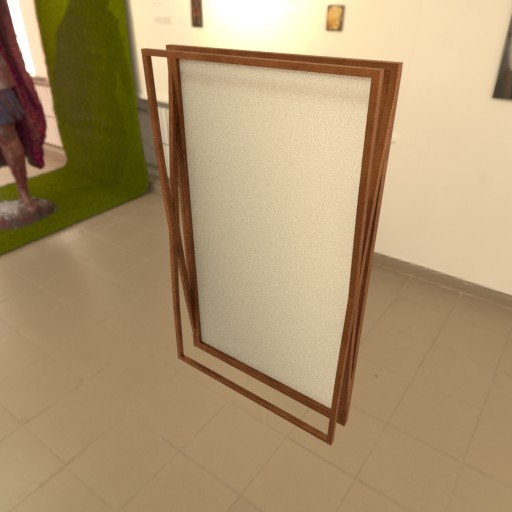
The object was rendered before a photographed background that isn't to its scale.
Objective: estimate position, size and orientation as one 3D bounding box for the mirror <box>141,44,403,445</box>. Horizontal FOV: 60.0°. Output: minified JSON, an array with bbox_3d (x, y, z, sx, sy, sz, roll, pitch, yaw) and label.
[{"bbox_3d":[0.000,0.000,0.921,0.468,0.768,0.082,20,36,30],"label":"mirror"}]
